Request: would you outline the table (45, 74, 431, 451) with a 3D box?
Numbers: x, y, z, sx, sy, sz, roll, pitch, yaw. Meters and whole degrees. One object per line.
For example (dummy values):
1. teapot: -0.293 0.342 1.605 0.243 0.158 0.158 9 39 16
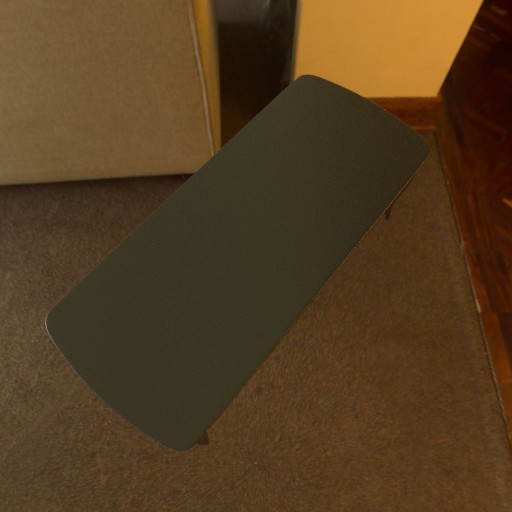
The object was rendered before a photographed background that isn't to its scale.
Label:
1. table: 0.000 0.000 1.602 0.571 0.457 1.333 37 70 16
